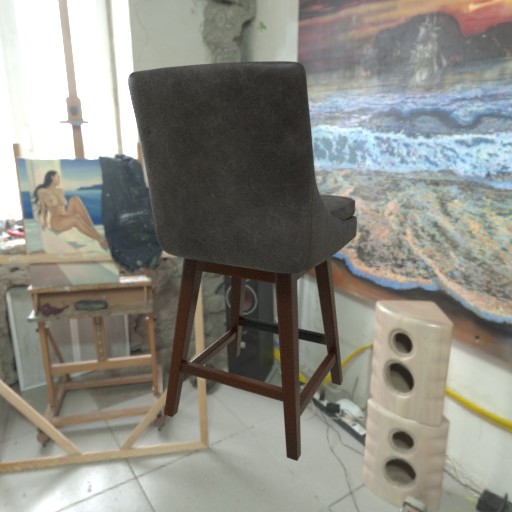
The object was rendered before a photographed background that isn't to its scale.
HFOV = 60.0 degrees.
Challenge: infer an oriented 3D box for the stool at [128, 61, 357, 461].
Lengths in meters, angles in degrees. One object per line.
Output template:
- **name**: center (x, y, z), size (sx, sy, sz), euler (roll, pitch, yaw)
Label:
- **stool**: center (0.000, 0.000, 1.381), size (0.492, 1.046, 0.587), euler (8, 18, 26)
